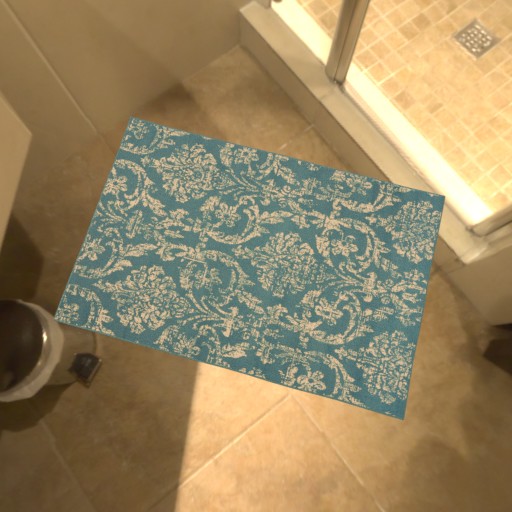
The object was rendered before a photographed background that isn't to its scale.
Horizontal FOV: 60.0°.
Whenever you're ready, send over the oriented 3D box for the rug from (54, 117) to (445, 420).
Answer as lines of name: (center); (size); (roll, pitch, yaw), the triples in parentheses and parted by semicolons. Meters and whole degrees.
rug: (0.000, 0.000, 2.362); (1.833, 0.012, 1.211); (15, 77, 4)
